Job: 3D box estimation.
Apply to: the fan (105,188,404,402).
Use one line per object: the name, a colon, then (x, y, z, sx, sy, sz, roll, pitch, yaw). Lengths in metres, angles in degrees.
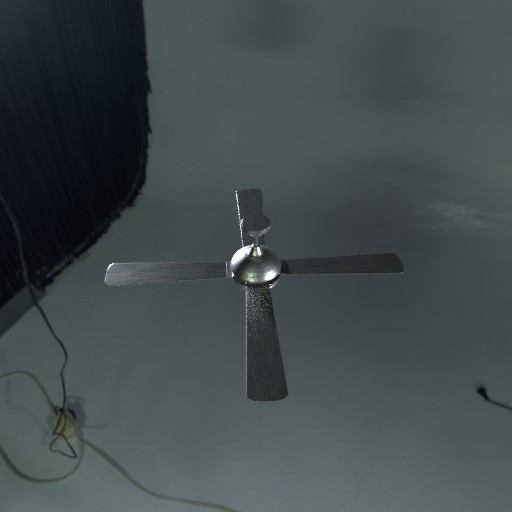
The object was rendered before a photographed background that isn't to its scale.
fan: (0.000, 0.000, 2.023, 1.321, 0.381, 1.321, 11, 42, 13)
